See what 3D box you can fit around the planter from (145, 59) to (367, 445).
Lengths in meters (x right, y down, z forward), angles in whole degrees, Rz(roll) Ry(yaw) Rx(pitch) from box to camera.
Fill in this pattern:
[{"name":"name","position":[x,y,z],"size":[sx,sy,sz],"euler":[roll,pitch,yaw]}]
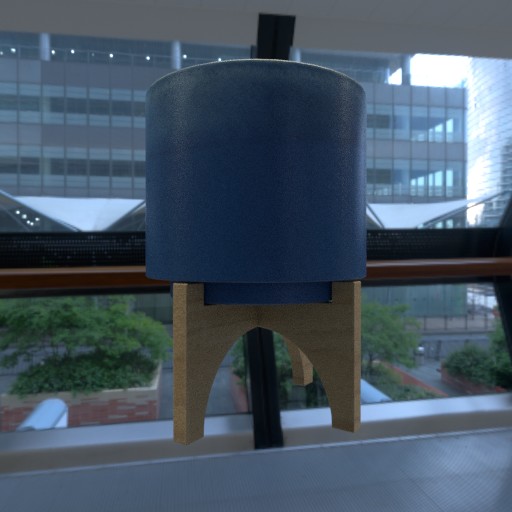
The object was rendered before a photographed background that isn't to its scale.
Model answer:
[{"name":"planter","position":[0.000,0.000,0.541],"size":[0.261,0.367,0.261],"euler":[0,0,0]}]
